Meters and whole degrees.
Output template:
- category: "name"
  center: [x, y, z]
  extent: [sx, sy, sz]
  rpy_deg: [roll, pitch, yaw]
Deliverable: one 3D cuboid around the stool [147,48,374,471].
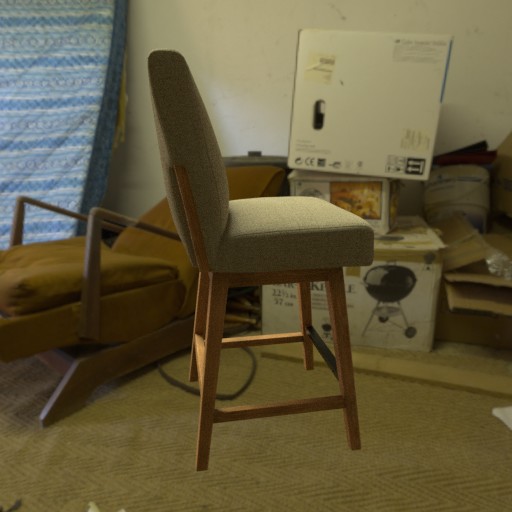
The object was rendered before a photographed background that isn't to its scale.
- category: "stool"
  center: [0.000, 0.000, 1.255]
  extent: [0.526, 1.010, 0.459]
  rpy_deg: [-3, 16, -10]
